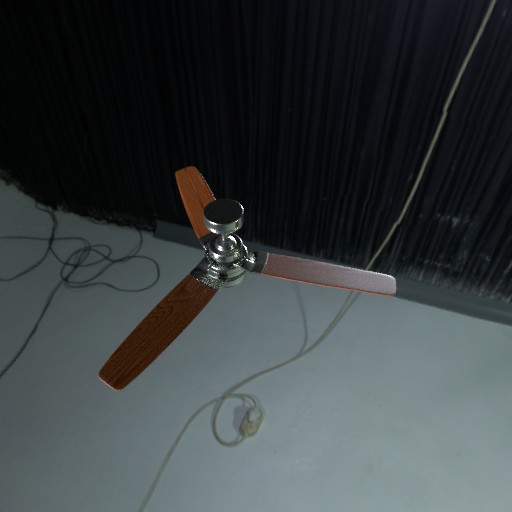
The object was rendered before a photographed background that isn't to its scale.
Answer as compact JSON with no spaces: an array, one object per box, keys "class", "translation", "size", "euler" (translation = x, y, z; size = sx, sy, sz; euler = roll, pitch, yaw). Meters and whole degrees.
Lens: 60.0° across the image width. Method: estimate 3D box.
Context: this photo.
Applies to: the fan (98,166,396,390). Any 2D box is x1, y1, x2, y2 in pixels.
[{"class":"fan","translation":[0.000,0.000,2.000],"size":[1.271,0.410,1.416],"euler":[10,47,9]}]
